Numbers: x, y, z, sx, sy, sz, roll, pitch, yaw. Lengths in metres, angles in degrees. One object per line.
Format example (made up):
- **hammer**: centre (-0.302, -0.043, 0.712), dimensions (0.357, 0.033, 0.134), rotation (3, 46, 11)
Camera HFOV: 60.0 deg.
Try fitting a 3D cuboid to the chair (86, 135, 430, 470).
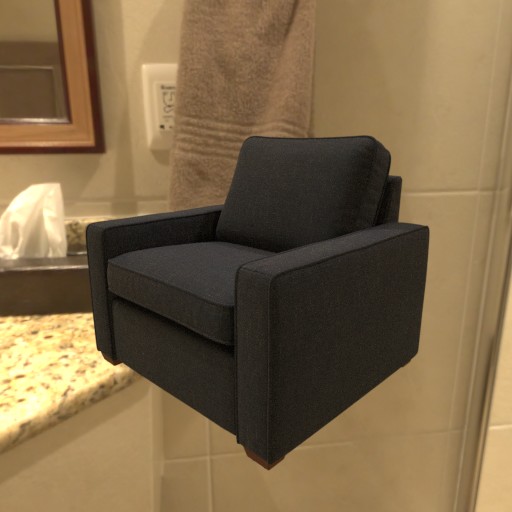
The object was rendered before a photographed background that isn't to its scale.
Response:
- **chair**: centre (0.000, 0.000, 1.741), dimensions (1.017, 0.919, 0.940), rotation (14, 20, 42)
